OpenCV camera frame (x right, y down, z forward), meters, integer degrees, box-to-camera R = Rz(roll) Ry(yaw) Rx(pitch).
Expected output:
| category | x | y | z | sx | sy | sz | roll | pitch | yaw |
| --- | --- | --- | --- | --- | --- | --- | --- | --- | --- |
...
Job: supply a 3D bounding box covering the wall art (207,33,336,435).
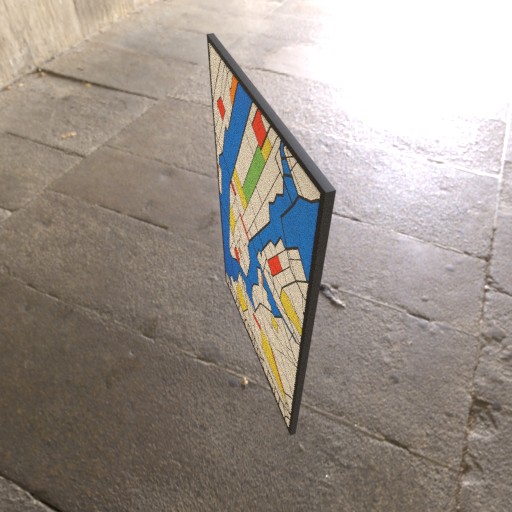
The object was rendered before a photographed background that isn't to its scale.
| category | x | y | z | sx | sy | sz | roll | pitch | yaw |
| --- | --- | --- | --- | --- | --- | --- | --- | --- | --- |
| wall art | 0.000 | 0.000 | 0.852 | 0.013 | 0.657 | 0.457 | -15 | 49 | -14 |
